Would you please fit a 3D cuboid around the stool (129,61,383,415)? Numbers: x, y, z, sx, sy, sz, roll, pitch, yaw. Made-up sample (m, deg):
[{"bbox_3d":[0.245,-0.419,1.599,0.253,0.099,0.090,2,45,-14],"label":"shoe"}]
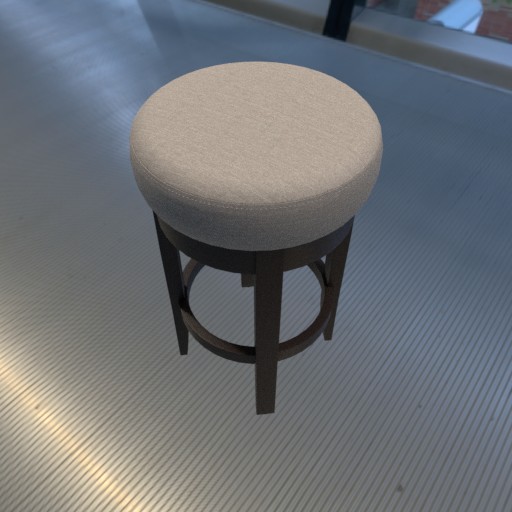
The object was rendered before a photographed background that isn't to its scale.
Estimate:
[{"bbox_3d":[0.000,0.000,1.023,0.443,0.757,0.443,0,48,0],"label":"stool"}]
